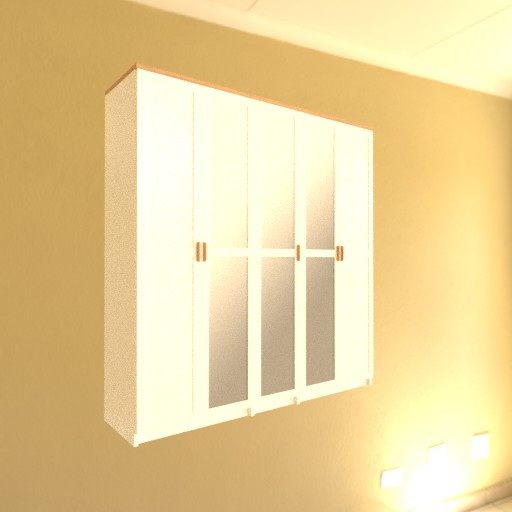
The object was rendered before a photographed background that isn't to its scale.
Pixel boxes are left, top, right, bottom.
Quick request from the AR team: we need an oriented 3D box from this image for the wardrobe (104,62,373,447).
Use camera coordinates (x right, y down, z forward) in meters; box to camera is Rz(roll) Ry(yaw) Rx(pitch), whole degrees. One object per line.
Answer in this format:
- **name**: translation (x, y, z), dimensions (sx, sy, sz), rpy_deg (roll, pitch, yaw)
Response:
- **wardrobe**: translation (0.000, 0.000, 3.460), dimensions (2.160, 2.260, 0.590), rpy_deg (0, -1, -37)
